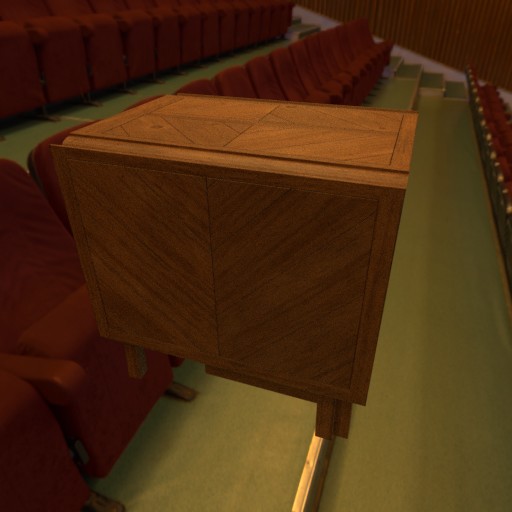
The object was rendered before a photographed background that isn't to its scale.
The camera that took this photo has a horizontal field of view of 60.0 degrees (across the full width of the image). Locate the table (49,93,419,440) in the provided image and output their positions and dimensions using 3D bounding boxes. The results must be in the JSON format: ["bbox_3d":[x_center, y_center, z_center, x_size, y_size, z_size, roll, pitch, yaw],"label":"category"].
[{"bbox_3d":[0.000,0.000,1.285,0.746,0.763,0.591,10,33,17],"label":"table"}]
